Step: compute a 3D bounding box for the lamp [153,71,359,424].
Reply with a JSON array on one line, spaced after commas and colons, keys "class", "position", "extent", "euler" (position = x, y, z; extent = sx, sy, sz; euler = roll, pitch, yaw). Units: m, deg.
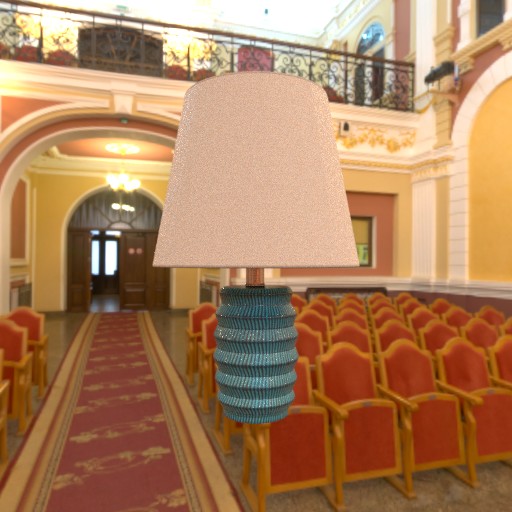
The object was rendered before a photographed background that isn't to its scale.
[{"class": "lamp", "position": [0.000, 0.000, 0.559], "extent": [0.254, 0.392, 0.254], "euler": [0, -1, 0]}]
